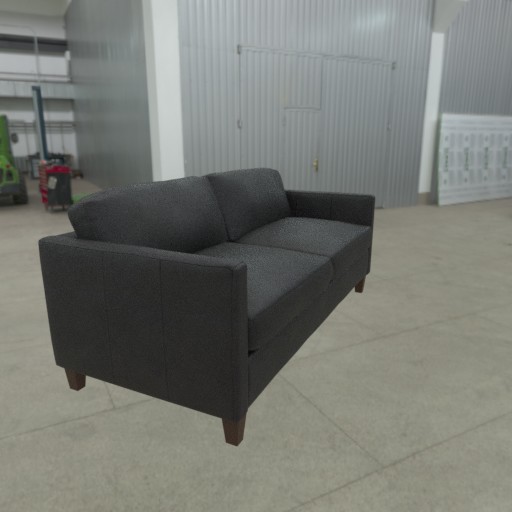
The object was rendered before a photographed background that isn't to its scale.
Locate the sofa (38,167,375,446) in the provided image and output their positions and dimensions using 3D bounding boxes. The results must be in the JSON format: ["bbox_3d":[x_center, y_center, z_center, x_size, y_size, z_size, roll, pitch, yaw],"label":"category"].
[{"bbox_3d":[0.000,0.000,2.416,0.933,0.863,1.971,7,17,26],"label":"sofa"}]
